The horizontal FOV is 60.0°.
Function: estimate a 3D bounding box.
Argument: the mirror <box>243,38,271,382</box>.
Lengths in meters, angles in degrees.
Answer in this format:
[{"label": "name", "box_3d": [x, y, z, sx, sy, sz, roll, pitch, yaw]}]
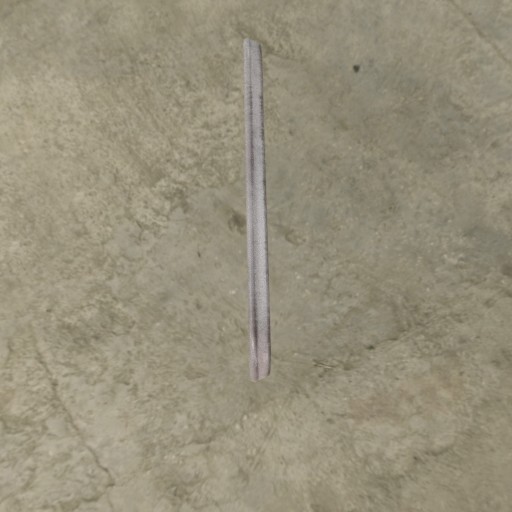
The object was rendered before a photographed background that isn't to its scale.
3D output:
[{"label": "mirror", "box_3d": [0.000, 0.000, 0.866, 0.024, 0.713, 0.461, -1, 75, 0]}]
